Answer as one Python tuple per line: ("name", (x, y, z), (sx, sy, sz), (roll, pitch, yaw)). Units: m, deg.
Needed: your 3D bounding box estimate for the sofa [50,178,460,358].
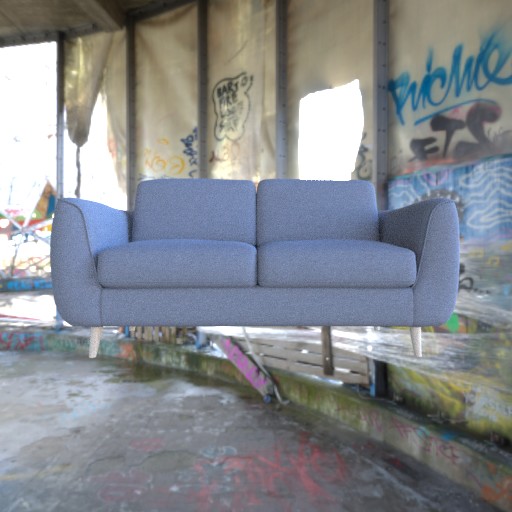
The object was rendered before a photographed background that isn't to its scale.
("sofa", (0.000, 0.000, 2.198), (1.700, 0.850, 0.920), (0, 1, -1))
